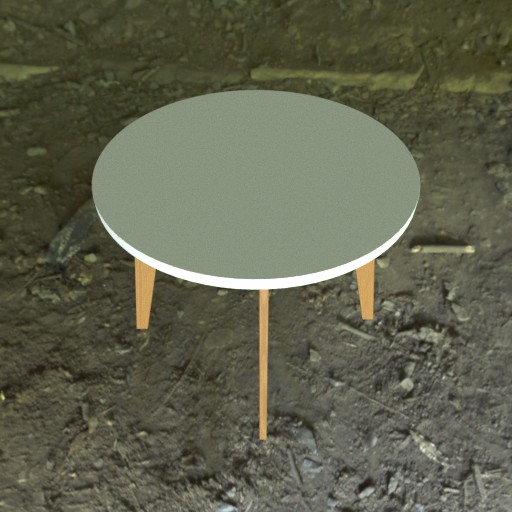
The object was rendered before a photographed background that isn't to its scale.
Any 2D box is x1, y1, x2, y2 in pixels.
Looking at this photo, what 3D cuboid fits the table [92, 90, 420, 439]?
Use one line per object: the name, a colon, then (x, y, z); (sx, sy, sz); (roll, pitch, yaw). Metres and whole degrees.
table: (0.000, 0.000, 1.519); (0.896, 0.762, 0.896); (0, 45, 0)
